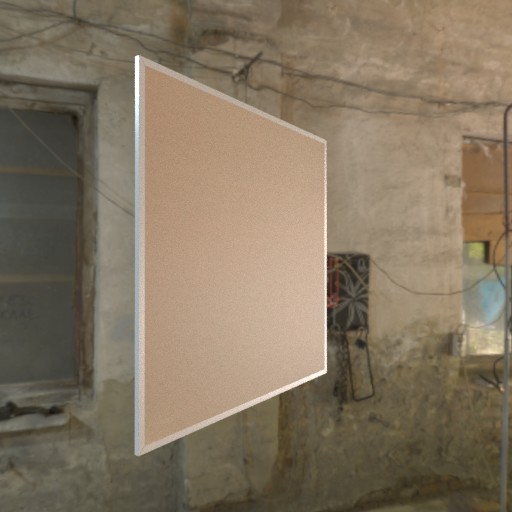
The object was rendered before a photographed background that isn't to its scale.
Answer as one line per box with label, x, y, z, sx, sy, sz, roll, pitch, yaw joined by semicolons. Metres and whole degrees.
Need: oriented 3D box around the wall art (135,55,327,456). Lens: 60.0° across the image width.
wall art;0.000;0.000;1.222;0.012;0.809;0.809;0;0;37
